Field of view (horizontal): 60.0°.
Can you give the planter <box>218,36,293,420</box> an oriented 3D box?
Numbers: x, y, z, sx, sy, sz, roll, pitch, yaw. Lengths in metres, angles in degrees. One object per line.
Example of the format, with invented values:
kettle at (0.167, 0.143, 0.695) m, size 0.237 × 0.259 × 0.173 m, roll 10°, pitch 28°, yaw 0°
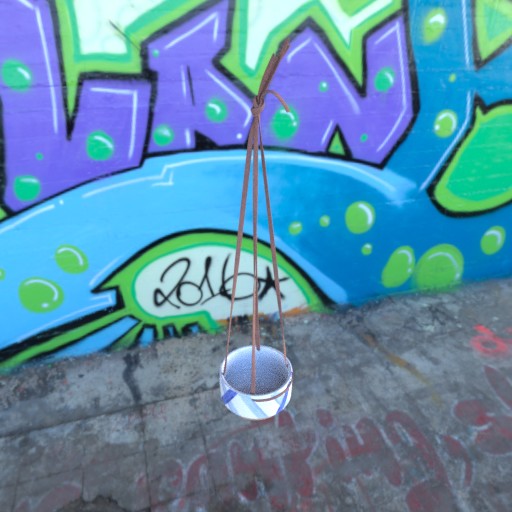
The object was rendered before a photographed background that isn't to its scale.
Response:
planter at (0.000, 0.000, 0.843) m, size 0.166 × 0.751 × 0.166 m, roll -9°, pitch 31°, yaw -15°
